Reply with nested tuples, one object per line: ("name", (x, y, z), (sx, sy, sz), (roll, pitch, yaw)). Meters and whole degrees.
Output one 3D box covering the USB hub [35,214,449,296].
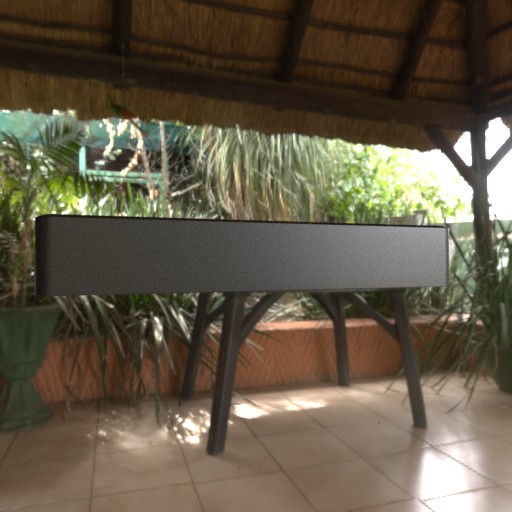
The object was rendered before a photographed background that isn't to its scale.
("USB hub", (0.000, 0.000, 0.166), (0.145, 0.023, 0.044), (0, 0, -19))
